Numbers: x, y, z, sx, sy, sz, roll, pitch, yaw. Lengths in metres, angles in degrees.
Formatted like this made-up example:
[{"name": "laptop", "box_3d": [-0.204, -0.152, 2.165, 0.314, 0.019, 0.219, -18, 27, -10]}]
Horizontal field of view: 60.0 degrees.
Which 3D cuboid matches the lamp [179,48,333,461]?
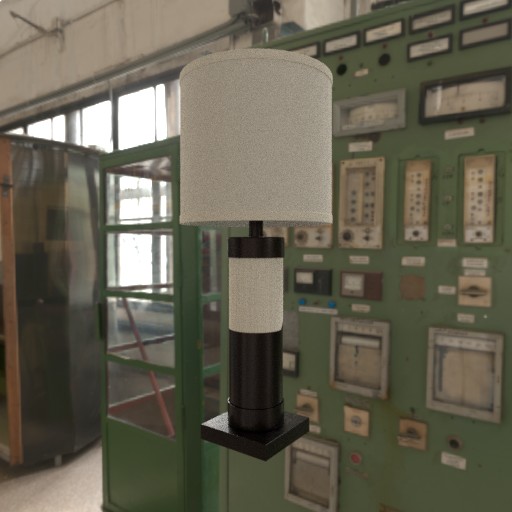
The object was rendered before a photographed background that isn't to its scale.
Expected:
[{"name": "lamp", "box_3d": [0.000, 0.000, 0.623, 0.211, 0.509, 0.211, 1, 2, 36]}]
